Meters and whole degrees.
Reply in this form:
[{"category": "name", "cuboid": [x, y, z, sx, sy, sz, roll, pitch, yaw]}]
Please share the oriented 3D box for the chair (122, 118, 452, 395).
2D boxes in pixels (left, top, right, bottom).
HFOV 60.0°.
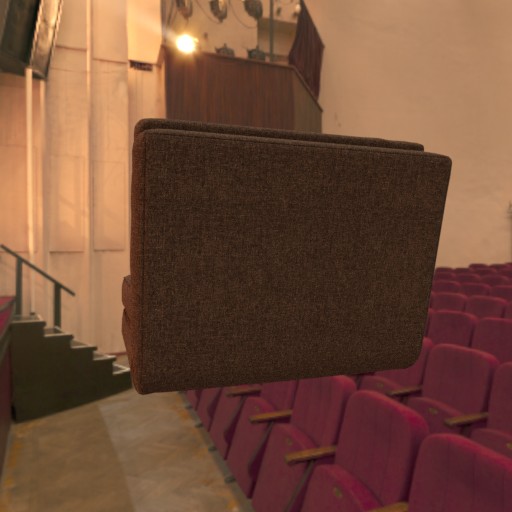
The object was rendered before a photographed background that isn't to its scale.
[{"category": "chair", "cuboid": [0.000, 0.000, 1.303, 0.740, 0.615, 0.800, 0, 1, -19]}]
